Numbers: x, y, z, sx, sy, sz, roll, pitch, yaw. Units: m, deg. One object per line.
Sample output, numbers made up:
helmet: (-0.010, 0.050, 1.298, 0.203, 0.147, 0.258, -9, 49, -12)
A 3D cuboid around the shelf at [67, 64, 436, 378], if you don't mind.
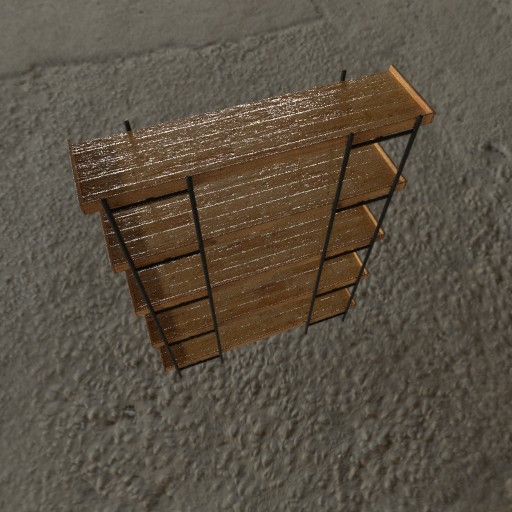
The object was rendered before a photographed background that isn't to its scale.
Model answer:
shelf: (0.000, 0.000, 2.437, 1.371, 1.826, 0.379, -17, 58, -11)
